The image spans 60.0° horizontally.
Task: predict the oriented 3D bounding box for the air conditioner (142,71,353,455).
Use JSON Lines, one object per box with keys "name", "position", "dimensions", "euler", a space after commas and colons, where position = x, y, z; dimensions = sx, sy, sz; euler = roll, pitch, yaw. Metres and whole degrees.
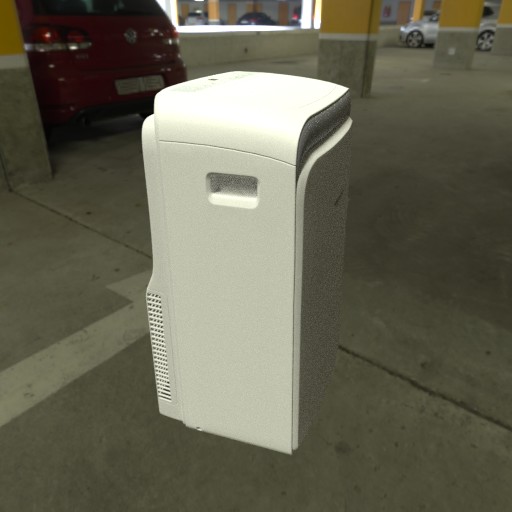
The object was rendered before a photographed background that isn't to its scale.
{"name": "air conditioner", "position": [0.000, 0.000, 0.950], "dimensions": [0.365, 0.700, 0.454], "euler": [10, 30, 18]}
